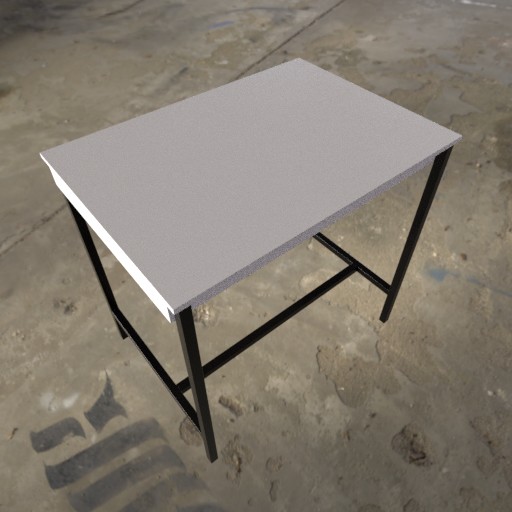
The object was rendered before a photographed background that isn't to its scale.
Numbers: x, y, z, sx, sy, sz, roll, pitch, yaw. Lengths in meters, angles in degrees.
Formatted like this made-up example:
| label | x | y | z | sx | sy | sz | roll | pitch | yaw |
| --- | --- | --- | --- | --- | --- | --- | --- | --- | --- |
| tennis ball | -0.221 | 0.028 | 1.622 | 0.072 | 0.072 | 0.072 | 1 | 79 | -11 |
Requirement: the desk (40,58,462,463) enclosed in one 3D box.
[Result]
| label | x | y | z | sx | sy | sz | roll | pitch | yaw |
| --- | --- | --- | --- | --- | --- | --- | --- | --- | --- |
| desk | 0.000 | 0.000 | 1.317 | 0.811 | 0.766 | 0.573 | -31 | 54 | -26 |
